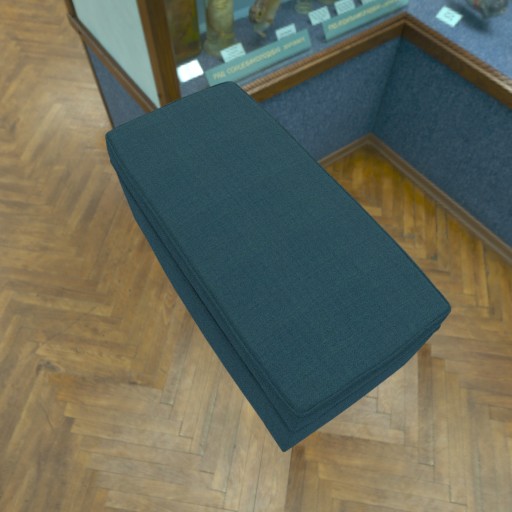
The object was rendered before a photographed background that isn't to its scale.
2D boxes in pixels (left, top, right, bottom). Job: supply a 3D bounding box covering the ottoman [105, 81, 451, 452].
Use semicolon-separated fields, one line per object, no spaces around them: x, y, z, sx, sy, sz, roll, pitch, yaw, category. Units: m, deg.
0.000;0.000;1.281;0.474;0.474;0.943;-29;63;-17;ottoman
